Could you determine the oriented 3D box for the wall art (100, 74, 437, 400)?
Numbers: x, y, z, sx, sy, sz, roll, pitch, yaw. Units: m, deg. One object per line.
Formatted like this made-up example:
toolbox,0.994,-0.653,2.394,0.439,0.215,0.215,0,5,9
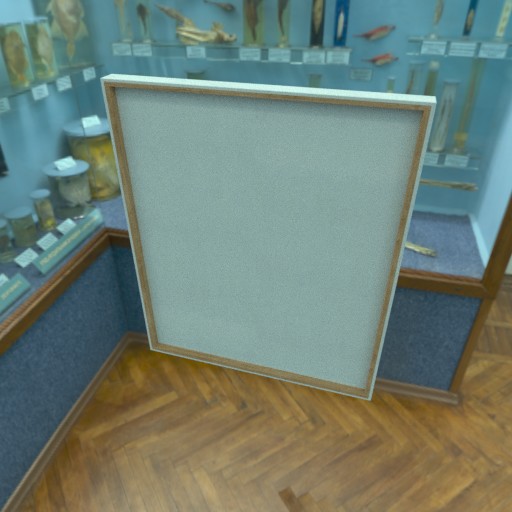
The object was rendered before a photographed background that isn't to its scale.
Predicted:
wall art,0.000,0.000,0.827,0.508,0.606,0.037,9,35,14
